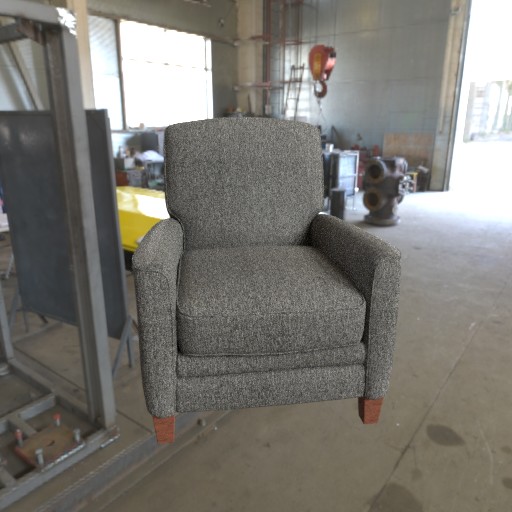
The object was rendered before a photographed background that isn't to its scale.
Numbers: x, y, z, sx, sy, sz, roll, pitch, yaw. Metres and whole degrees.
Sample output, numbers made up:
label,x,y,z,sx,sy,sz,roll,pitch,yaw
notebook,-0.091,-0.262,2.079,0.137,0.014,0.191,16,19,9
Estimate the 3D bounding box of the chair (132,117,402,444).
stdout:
label,x,y,z,sx,sy,sz,roll,pitch,yaw
chair,0.000,0.000,1.683,0.848,1.014,0.864,-2,17,-8
